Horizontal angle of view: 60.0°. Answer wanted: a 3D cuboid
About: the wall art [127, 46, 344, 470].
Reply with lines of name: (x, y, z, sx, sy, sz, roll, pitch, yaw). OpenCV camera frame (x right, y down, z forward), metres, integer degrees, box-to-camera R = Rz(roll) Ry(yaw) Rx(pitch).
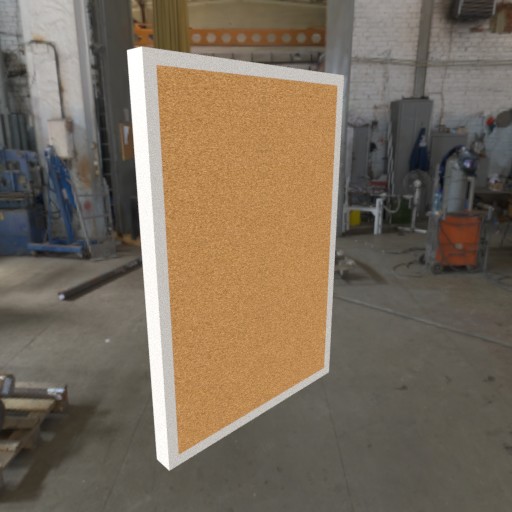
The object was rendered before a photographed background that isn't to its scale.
wall art: (0.000, 0.000, 0.824, 0.450, 0.657, 0.038, -15, 22, -43)
